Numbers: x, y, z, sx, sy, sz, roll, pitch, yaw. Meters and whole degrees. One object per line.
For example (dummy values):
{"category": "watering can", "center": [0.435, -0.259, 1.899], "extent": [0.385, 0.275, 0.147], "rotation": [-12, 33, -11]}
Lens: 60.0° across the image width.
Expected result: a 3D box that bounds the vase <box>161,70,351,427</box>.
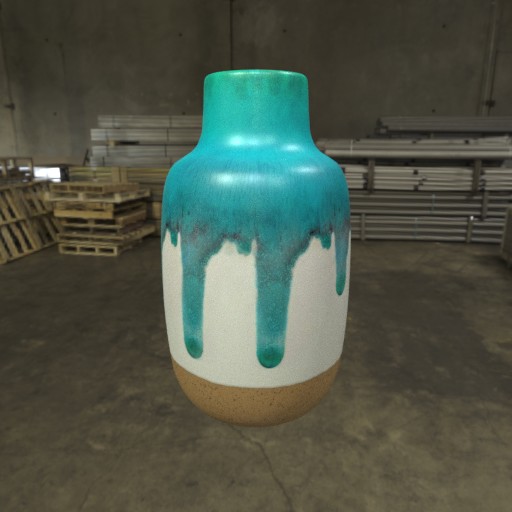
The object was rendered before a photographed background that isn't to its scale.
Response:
{"category": "vase", "center": [0.000, 0.000, 0.253], "extent": [0.106, 0.192, 0.106], "rotation": [0, 15, 0]}
